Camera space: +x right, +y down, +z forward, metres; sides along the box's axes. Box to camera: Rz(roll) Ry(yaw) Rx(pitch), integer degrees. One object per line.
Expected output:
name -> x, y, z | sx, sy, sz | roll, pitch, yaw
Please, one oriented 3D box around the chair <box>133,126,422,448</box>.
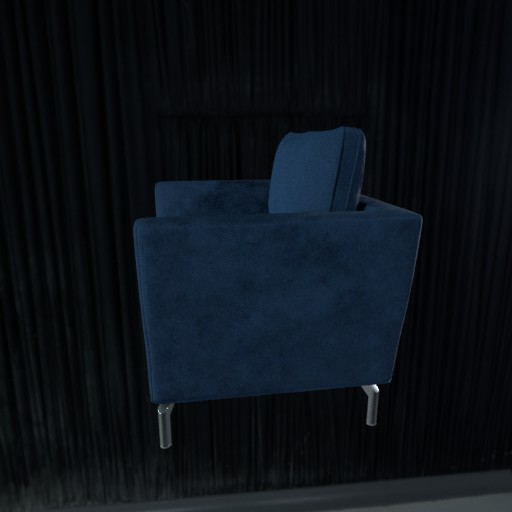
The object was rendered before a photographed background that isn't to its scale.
chair -> 0.000, 0.000, 1.608 | 0.746, 0.893, 0.977 | -2, 15, -9
